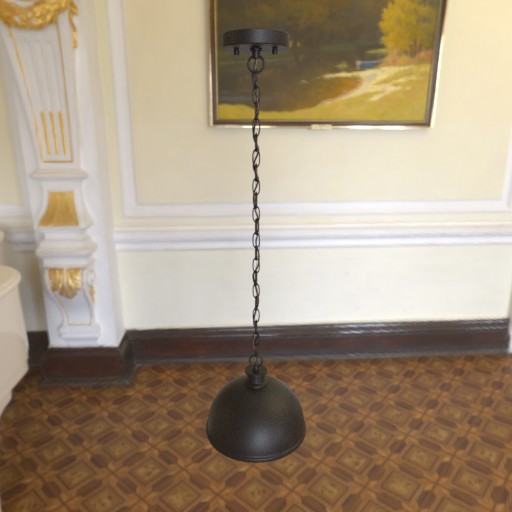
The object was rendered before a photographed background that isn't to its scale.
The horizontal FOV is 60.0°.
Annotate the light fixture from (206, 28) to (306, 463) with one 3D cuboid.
[{"bbox_3d":[0.000,0.000,1.204,0.304,1.090,0.304,3,17,9],"label":"light fixture"}]
